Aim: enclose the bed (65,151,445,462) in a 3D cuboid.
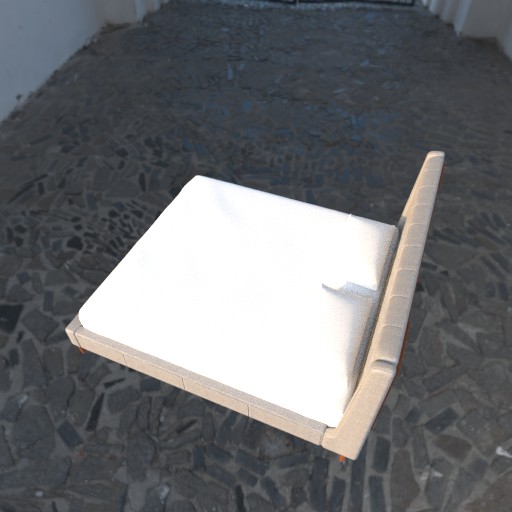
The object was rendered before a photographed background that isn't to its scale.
[{"bbox_3d":[0.000,0.000,3.525,2.342,1.289,2.062,17,49,16],"label":"bed"}]
